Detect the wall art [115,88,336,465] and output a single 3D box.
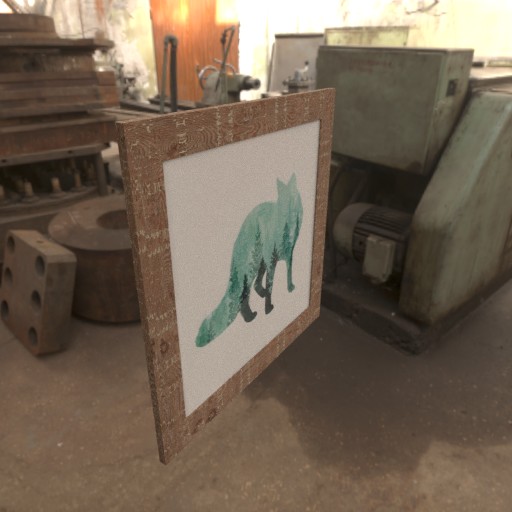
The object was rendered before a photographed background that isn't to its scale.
[{"bbox_3d":[0.000,0.000,0.576,0.012,0.384,0.384,17,30,31],"label":"wall art"}]
